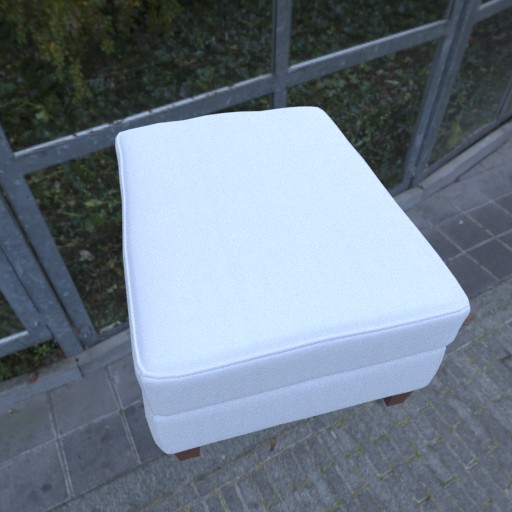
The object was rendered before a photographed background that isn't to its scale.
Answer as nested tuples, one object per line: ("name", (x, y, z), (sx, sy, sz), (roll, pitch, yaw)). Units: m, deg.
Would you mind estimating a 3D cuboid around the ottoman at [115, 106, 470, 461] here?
("ottoman", (0.000, 0.000, 1.149), (0.634, 0.479, 0.818), (-11, 46, -10))
